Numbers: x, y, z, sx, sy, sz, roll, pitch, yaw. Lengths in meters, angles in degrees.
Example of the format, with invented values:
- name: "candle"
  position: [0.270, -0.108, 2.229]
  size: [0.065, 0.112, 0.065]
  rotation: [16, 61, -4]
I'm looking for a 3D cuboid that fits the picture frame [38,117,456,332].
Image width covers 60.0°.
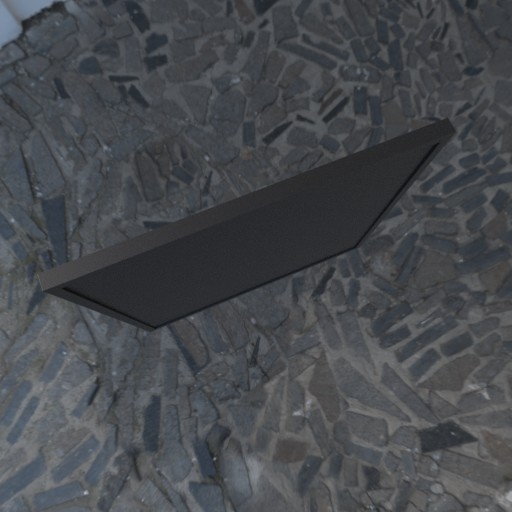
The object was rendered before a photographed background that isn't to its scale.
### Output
- name: "picture frame"
  position: [0.000, 0.000, 1.147]
  size: [0.775, 0.775, 0.032]
  rotation: [-22, 76, -6]
